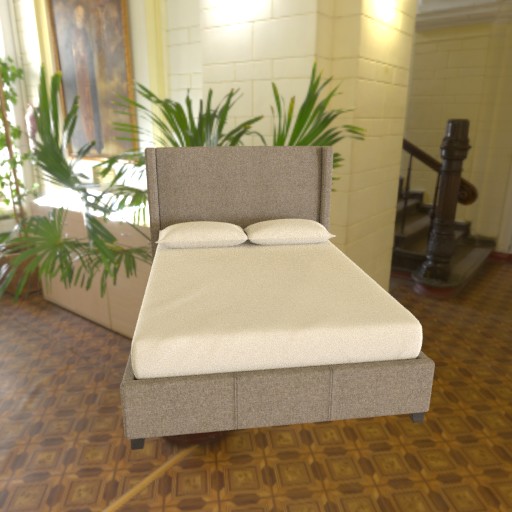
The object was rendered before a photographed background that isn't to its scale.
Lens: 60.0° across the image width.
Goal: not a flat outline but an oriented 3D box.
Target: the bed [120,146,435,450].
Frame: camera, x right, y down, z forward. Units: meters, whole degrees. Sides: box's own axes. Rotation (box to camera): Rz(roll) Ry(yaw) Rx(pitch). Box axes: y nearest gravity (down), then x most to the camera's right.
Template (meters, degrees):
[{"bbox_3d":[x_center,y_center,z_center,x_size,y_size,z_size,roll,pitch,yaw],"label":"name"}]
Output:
[{"bbox_3d":[0.000,0.000,3.318,1.714,1.481,2.245,-2,17,-8],"label":"bed"}]
